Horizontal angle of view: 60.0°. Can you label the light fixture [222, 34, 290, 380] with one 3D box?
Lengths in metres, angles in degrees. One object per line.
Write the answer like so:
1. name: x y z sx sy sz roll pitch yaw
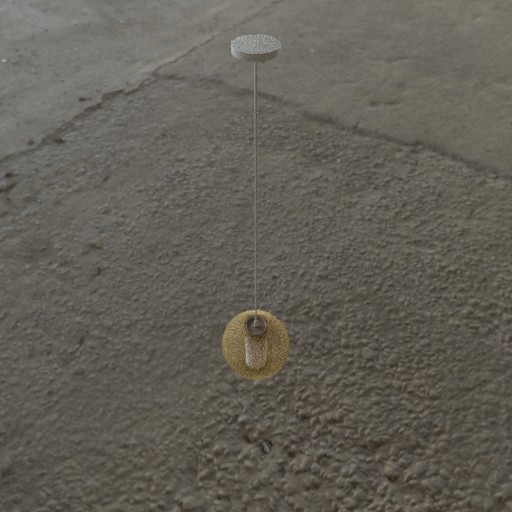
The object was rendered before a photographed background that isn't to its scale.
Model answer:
1. light fixture: 0.000 0.000 2.117 0.407 1.955 0.406 24 51 21
